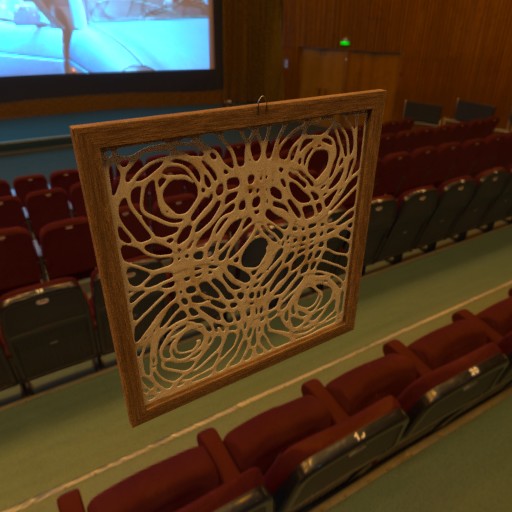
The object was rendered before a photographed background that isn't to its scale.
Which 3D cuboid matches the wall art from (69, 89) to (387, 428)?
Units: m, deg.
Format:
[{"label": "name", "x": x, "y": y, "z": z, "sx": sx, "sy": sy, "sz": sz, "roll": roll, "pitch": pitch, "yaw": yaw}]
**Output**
[{"label": "wall art", "x": 0.000, "y": 0.000, "z": 0.832, "sx": 0.561, "sy": 0.576, "sz": 0.021, "roll": -17, "pitch": 34, "yaw": -27}]
